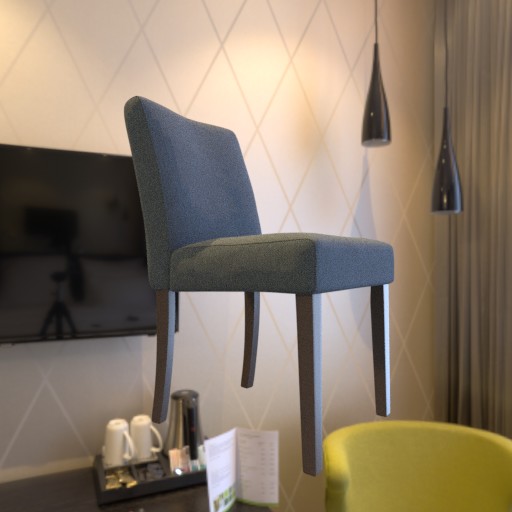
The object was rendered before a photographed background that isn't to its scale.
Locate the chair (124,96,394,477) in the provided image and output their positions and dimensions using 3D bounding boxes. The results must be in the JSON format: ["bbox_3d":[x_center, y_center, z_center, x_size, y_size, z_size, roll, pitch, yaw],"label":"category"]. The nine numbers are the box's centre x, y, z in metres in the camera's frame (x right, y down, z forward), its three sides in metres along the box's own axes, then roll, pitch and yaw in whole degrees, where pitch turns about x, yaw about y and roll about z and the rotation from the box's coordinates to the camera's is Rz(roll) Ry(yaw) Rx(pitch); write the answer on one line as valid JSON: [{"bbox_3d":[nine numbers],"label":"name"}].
[{"bbox_3d":[0.000,0.000,1.232,0.629,0.882,0.487,0,0,36],"label":"chair"}]
